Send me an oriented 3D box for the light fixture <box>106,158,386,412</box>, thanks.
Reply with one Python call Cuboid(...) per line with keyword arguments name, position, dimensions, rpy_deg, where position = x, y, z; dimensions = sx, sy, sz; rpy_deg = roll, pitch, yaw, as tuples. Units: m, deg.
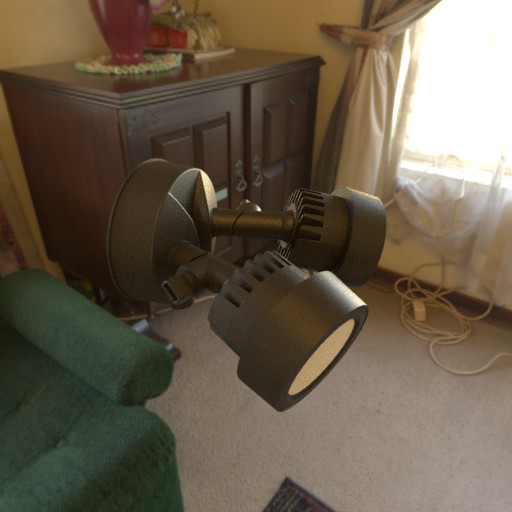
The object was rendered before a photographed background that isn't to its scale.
Cuboid(name="light fixture", position=(0.000, 0.000, 0.315), dimensions=(0.168, 0.120, 0.213), rpy_deg=(10, 32, 17))
